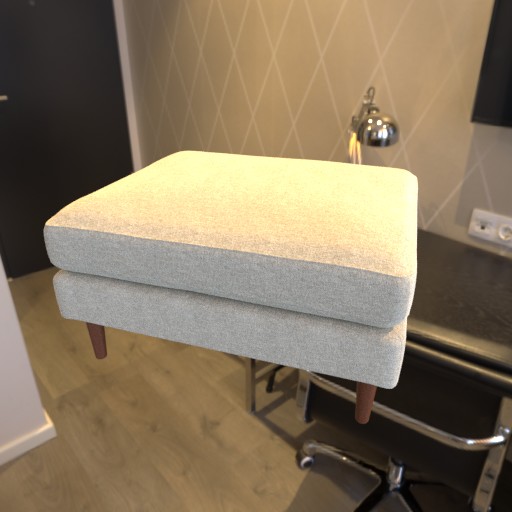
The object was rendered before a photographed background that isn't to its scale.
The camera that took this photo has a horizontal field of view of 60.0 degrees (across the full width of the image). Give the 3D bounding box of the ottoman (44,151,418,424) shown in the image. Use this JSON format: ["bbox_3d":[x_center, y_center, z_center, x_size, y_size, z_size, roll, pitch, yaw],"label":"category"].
[{"bbox_3d":[0.000,0.000,1.250,0.821,0.474,0.693,8,28,17],"label":"ottoman"}]
